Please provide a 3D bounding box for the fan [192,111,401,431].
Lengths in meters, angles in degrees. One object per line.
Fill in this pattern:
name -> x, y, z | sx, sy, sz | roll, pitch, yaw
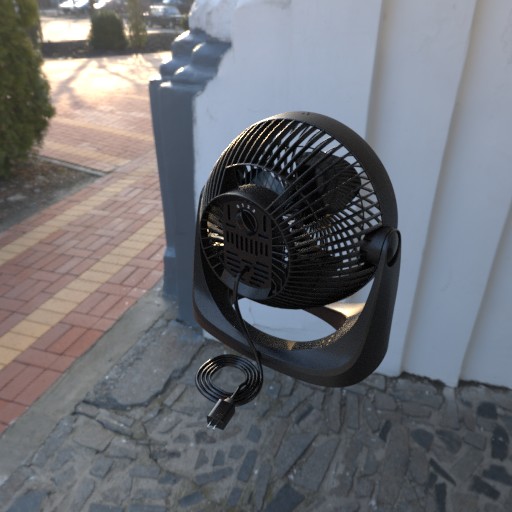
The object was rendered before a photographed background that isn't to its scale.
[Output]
fan -> 0.000, 0.000, 0.493 | 0.273, 0.277, 0.256 | 20, 36, 31
